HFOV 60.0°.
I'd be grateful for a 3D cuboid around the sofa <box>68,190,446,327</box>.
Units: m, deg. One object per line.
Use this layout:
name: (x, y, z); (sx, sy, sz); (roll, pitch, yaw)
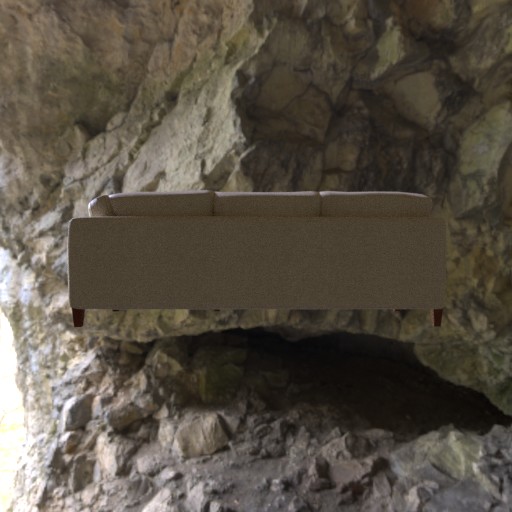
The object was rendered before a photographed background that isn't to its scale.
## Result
sofa: (0.000, 0.000, 4.599); (2.593, 0.947, 3.302); (0, 0, -1)
